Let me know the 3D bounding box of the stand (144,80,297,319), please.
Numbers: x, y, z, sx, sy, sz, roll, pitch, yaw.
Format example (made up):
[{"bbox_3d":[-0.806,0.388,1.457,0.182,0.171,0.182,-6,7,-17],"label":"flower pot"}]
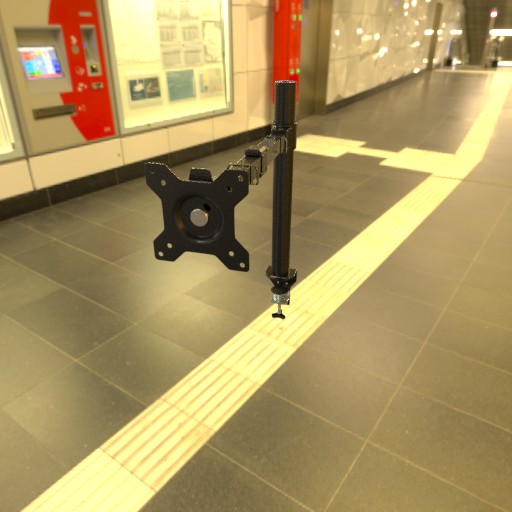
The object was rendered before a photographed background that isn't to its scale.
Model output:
[{"bbox_3d":[0.000,0.000,0.743,0.115,0.510,0.456,7,28,14],"label":"stand"}]
